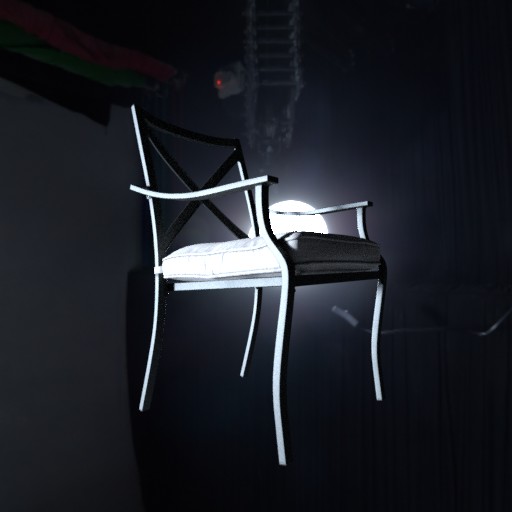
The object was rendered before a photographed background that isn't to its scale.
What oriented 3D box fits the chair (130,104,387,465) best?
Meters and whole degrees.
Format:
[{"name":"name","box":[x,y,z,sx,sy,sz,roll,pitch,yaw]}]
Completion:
[{"name":"chair","box":[0.000,0.000,1.327,0.620,0.889,0.575,0,0,37]}]
